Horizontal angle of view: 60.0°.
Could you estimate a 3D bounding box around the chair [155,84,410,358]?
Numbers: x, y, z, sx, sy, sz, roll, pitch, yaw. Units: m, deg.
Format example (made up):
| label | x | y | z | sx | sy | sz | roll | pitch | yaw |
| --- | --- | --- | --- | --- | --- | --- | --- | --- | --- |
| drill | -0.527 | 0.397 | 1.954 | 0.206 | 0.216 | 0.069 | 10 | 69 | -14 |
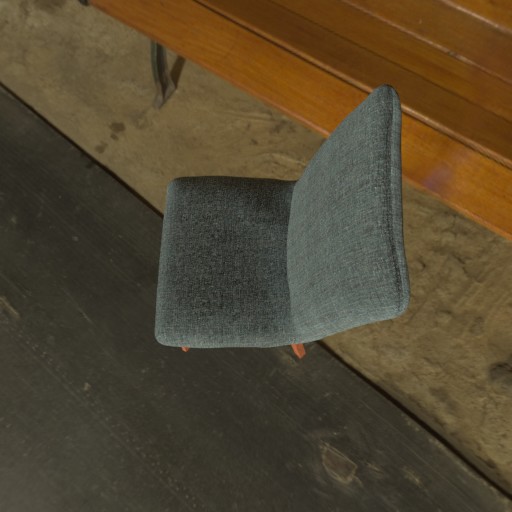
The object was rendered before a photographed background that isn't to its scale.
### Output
| label | x | y | z | sx | sy | sz | roll | pitch | yaw |
| --- | --- | --- | --- | --- | --- | --- | --- | --- | --- |
| chair | 0.000 | 0.000 | 1.271 | 0.563 | 0.974 | 0.522 | 2 | 74 | 0 |
